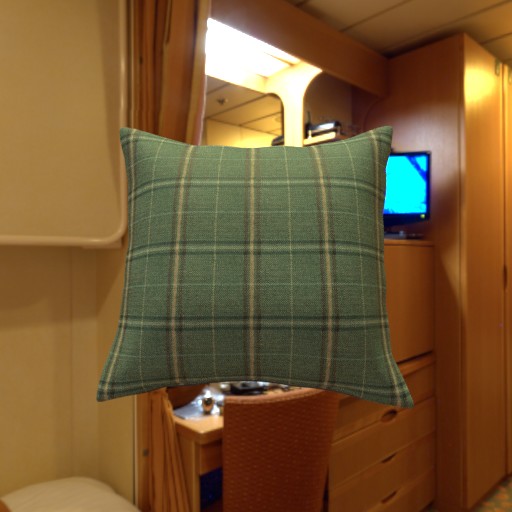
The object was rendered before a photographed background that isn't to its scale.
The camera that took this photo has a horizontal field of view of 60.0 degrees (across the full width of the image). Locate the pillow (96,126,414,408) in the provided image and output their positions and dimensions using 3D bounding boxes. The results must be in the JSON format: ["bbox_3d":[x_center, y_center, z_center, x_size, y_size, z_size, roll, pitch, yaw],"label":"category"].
[{"bbox_3d":[0.000,0.000,0.679,0.453,0.430,0.200,0,0,0],"label":"pillow"}]
